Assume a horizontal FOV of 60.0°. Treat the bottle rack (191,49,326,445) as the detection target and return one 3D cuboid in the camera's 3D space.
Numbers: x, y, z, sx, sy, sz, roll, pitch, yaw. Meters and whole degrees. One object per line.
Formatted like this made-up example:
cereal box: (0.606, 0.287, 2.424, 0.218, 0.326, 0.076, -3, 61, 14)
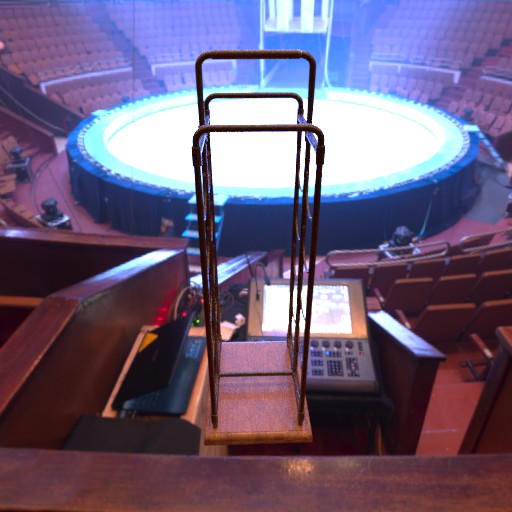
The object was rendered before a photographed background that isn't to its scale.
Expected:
bottle rack: (0.000, 0.000, 0.802, 0.208, 0.680, 0.276, -1, 30, -2)
